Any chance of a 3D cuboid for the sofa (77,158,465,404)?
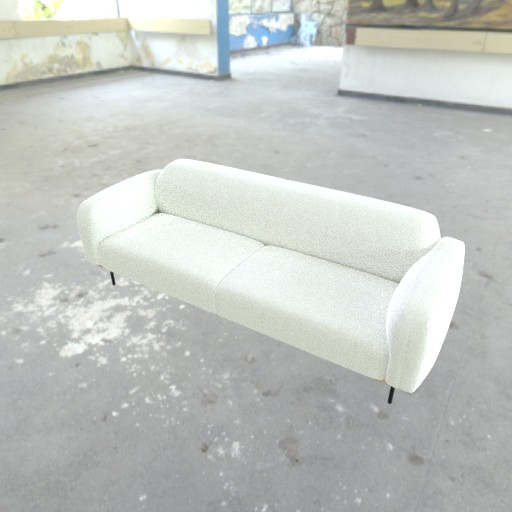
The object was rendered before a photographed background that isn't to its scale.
[{"bbox_3d":[0.000,0.000,2.709,2.280,0.780,0.870,18,35,27],"label":"sofa"}]
